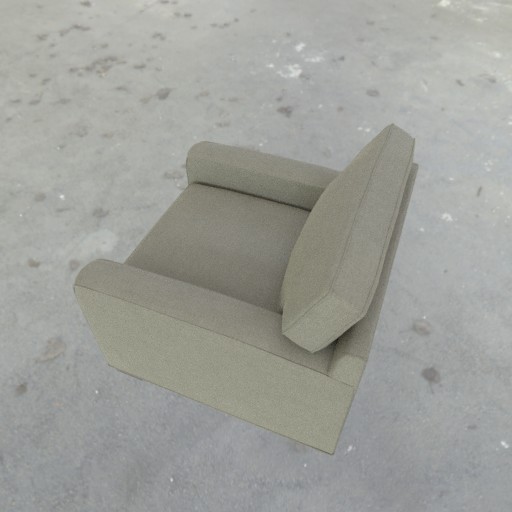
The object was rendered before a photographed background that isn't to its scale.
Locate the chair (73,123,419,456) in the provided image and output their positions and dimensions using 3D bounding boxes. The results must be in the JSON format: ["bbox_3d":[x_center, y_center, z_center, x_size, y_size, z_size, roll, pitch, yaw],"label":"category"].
[{"bbox_3d":[0.000,0.000,1.829,1.044,0.934,0.999,17,49,15],"label":"chair"}]
